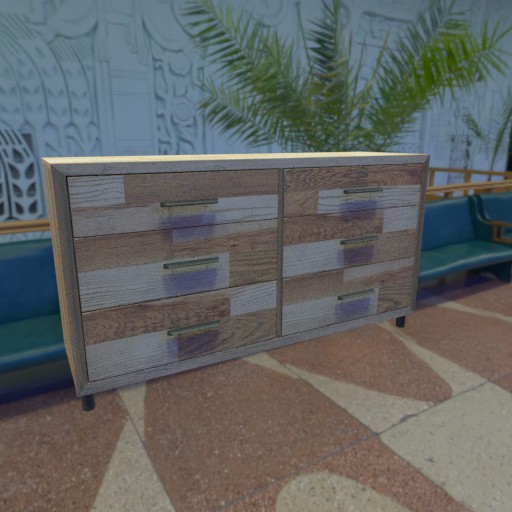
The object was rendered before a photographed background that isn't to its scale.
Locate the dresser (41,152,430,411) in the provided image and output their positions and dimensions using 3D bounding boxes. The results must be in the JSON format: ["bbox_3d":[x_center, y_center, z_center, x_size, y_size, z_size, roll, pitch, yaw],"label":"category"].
[{"bbox_3d":[0.000,0.000,1.896,1.547,0.834,0.487,-8,17,-27],"label":"dresser"}]
